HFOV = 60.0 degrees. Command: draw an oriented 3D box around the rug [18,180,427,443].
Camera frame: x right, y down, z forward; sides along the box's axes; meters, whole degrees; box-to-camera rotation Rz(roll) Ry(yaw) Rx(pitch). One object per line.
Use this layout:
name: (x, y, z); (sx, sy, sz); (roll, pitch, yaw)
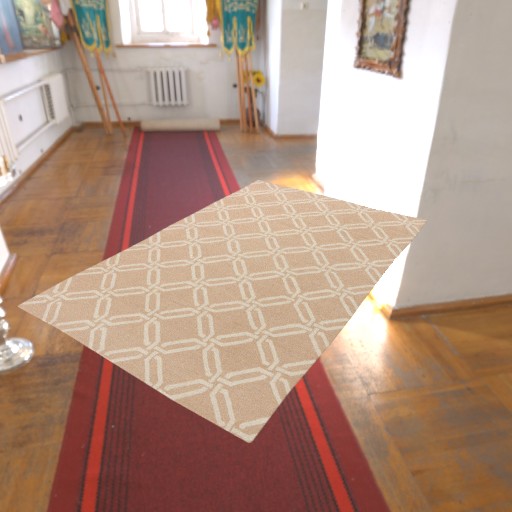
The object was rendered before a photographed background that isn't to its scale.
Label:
rug: (0.000, 0.000, 2.121); (1.146, 0.010, 1.745); (19, 35, 29)
